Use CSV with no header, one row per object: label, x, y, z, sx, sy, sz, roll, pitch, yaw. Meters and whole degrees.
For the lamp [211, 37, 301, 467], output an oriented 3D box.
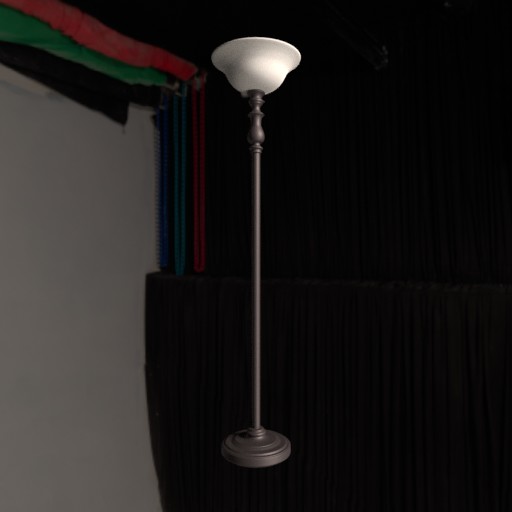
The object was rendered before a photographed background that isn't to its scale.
lamp,0.000,0.000,2.021,0.405,1.797,0.405,0,0,36
